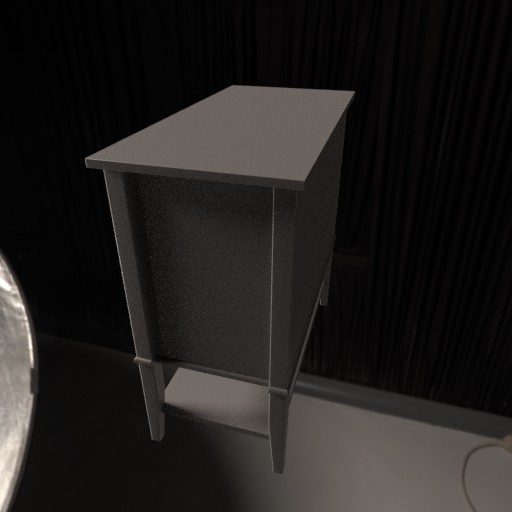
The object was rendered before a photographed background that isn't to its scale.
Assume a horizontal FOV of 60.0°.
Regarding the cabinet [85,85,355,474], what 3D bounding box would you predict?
[{"bbox_3d":[0.000,0.000,1.263,0.396,0.780,0.801,8,31,14],"label":"cabinet"}]
